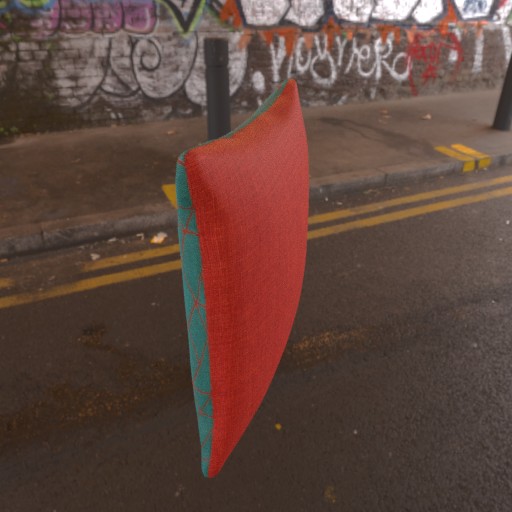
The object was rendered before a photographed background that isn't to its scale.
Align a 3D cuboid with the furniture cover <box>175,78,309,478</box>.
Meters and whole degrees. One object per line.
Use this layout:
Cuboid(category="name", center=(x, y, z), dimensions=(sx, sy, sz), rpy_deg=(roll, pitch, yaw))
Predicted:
Cuboid(category="furniture cover", center=(0.000, 0.000, 0.763), dimensions=(0.158, 0.508, 0.517), rpy_deg=(8, 30, 13))
